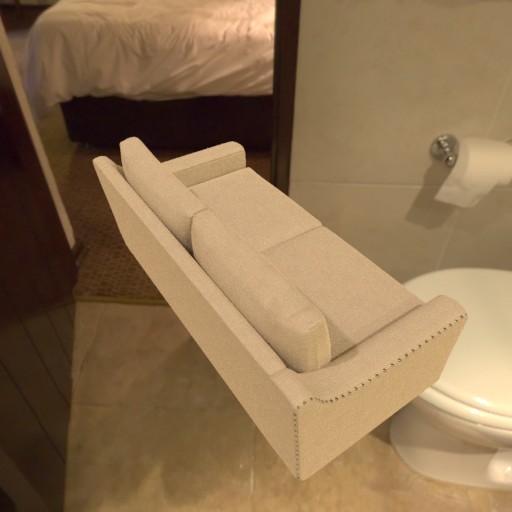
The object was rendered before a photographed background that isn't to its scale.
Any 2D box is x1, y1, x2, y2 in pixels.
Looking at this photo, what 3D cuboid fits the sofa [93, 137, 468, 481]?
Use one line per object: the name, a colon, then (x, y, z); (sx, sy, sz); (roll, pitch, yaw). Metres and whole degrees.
sofa: (0.000, 0.000, 2.622); (1.104, 0.983, 2.107); (-24, 47, -25)
